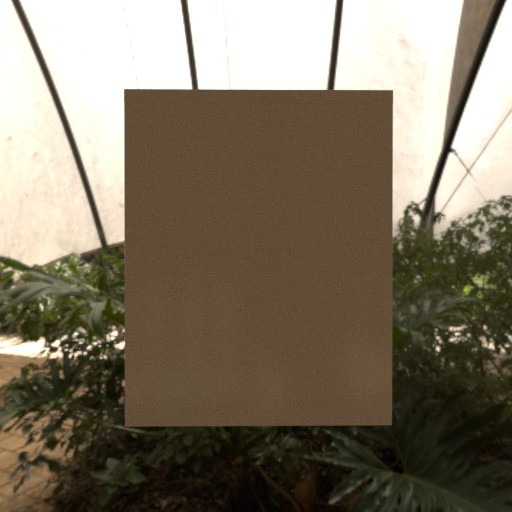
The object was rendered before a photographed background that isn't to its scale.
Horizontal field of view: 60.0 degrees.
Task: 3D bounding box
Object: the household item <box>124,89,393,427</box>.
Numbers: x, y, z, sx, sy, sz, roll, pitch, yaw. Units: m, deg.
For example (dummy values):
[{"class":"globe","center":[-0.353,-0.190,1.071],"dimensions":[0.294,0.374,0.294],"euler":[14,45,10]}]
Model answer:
[{"class":"household item","center":[0.000,0.000,1.535],"dimensions":[0.597,0.749,1.100],"euler":[0,1,-1]}]
